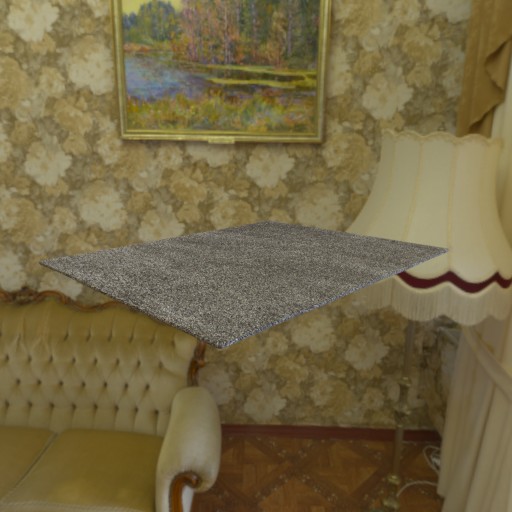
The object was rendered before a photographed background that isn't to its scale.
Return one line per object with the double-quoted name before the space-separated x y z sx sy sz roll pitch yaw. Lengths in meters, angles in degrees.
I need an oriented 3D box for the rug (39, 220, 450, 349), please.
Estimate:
"rug" 0.000 0.000 4.113 2.401 0.025 3.000 13 19 43
